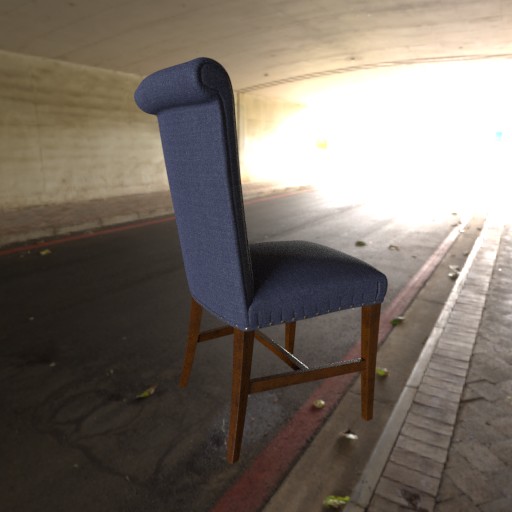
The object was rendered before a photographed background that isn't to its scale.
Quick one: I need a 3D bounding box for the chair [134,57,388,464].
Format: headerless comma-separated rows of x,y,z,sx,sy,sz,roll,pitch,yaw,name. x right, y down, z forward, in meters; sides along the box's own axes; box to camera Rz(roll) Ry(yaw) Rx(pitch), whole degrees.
0.000,0.000,1.325,0.608,0.988,0.513,-7,15,-26,chair
